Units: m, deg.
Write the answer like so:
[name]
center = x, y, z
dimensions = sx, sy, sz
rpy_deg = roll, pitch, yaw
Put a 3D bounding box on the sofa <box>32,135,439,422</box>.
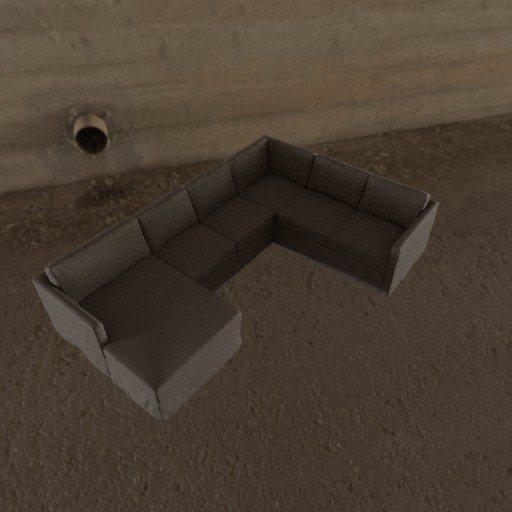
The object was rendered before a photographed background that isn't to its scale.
[sofa]
center = 0.000, 0.000, 4.609
dimensions = 2.476, 0.878, 3.528
rpy_deg = 28, 49, 28
